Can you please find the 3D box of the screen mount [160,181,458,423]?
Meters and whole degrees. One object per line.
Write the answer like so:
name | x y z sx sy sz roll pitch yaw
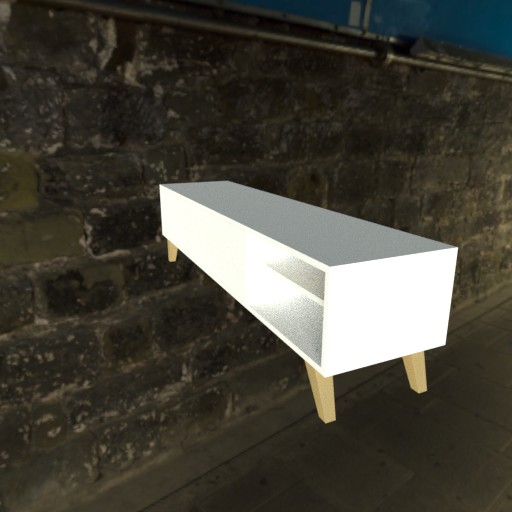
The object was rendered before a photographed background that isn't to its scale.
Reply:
screen mount | 0.000 0.000 1.853 0.399 0.432 1.644 -7 18 -24
